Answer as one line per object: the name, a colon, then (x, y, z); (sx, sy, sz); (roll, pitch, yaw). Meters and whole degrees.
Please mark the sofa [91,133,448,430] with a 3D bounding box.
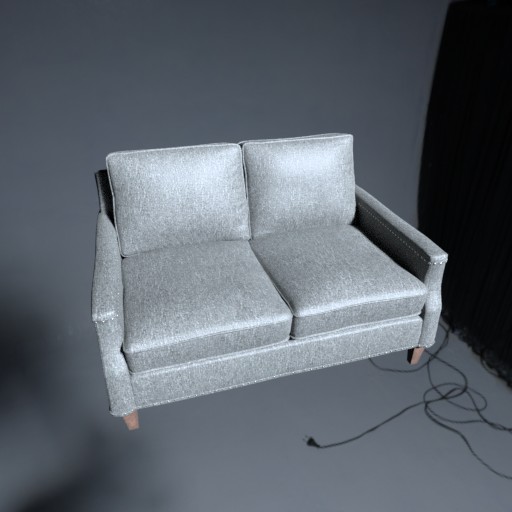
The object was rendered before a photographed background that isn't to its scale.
sofa: (0.000, 0.000, 2.305); (1.597, 1.003, 1.084); (-9, 32, -14)
